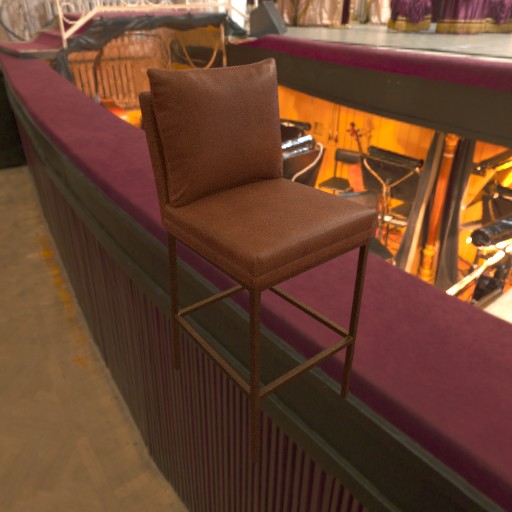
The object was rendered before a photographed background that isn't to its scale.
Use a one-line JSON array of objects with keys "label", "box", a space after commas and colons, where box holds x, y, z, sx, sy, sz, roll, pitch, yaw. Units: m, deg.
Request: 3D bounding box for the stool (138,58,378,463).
[{"label": "stool", "box": [0.000, 0.000, 1.437, 0.463, 1.124, 0.571, -22, 36, -33]}]
